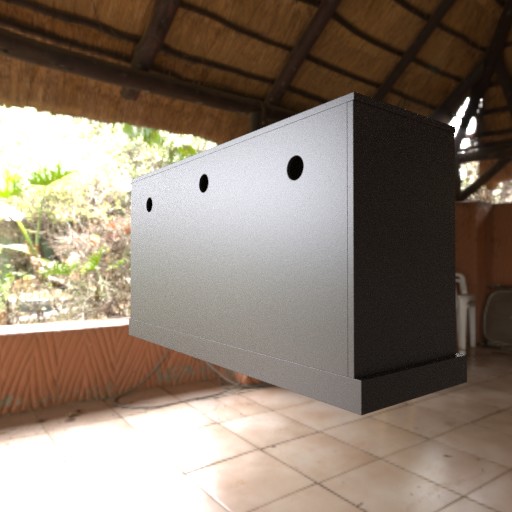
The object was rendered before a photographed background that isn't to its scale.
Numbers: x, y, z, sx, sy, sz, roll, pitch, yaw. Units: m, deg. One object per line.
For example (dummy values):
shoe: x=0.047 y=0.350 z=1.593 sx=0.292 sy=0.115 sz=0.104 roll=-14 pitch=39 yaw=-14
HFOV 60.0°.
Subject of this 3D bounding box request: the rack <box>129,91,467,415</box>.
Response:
rack: x=0.000 y=0.000 z=1.463 sx=0.399 sy=0.635 sz=1.206 roll=1 pitch=-1 yaw=-37
